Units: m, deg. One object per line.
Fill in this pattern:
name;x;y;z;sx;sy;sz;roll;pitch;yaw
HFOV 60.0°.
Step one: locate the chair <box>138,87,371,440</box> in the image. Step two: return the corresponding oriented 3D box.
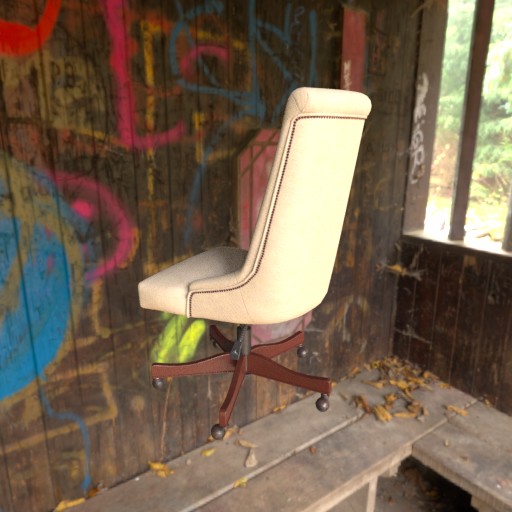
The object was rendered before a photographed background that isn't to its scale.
chair;0.000;0.000;1.490;0.696;1.010;0.645;7;17;24
